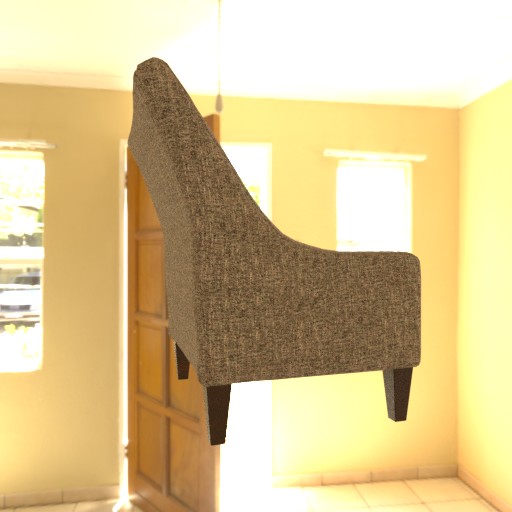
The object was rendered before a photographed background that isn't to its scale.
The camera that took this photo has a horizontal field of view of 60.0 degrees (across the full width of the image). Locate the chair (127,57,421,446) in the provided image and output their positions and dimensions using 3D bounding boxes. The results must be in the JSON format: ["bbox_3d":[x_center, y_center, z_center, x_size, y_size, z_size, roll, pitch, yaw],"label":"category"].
[{"bbox_3d":[0.000,0.000,1.586,0.870,1.014,0.774,0,0,-17],"label":"chair"}]
